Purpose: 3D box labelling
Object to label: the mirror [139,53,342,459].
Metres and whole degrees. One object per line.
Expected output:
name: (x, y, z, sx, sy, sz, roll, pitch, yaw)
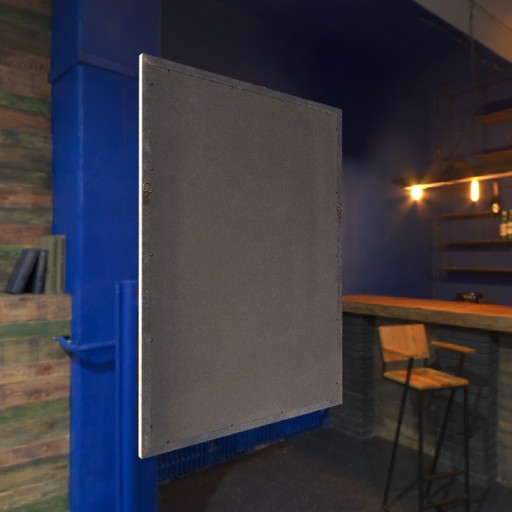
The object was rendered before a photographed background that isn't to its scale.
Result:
mirror: (0.000, 0.000, 1.301, 0.705, 0.996, 0.025, 0, 0, -36)
